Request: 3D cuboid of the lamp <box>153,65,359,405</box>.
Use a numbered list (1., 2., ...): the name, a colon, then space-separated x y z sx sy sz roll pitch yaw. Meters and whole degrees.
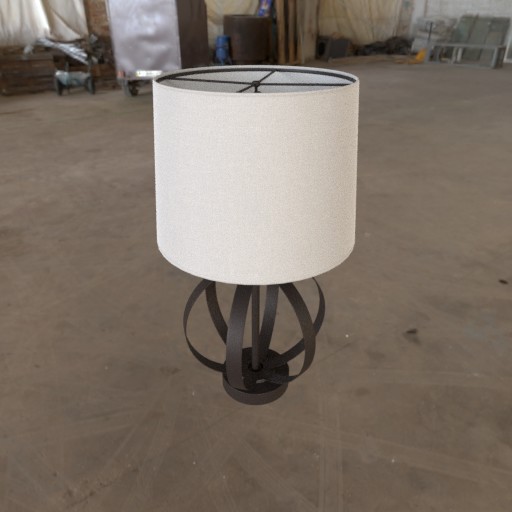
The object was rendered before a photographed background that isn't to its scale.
1. lamp: 0.000 0.000 0.675 0.286 0.510 0.286 0 29 0
